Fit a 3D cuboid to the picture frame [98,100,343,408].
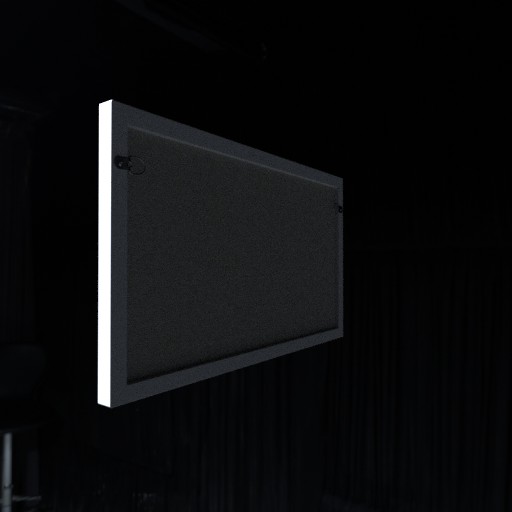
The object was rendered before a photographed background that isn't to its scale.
[{"bbox_3d":[0.000,0.000,0.813,0.044,0.379,0.647,-1,-1,37],"label":"picture frame"}]
